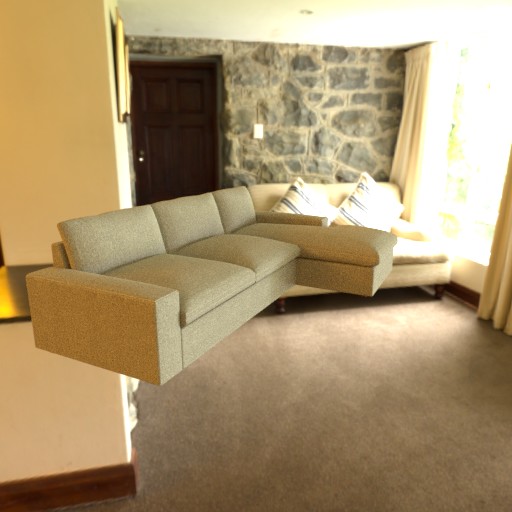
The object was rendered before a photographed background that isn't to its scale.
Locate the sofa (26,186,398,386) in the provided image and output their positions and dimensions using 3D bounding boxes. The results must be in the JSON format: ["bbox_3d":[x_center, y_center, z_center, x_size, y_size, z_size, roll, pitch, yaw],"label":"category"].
[{"bbox_3d":[0.000,0.000,3.445,1.689,0.813,2.718,8,17,26],"label":"sofa"}]
